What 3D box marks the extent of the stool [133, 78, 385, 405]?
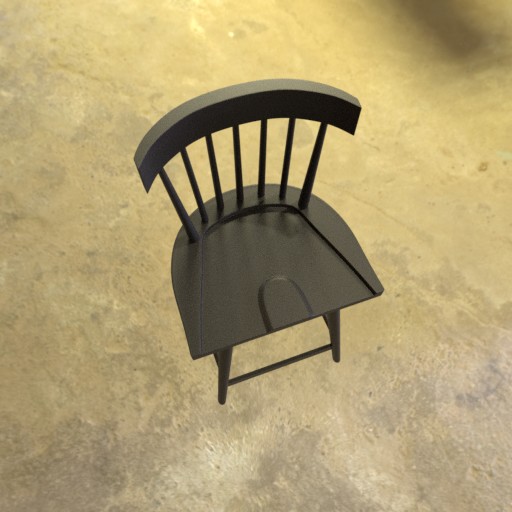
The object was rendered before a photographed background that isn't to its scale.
[{"bbox_3d":[0.000,0.000,1.262,0.494,0.953,0.549,-18,64,-9],"label":"stool"}]
